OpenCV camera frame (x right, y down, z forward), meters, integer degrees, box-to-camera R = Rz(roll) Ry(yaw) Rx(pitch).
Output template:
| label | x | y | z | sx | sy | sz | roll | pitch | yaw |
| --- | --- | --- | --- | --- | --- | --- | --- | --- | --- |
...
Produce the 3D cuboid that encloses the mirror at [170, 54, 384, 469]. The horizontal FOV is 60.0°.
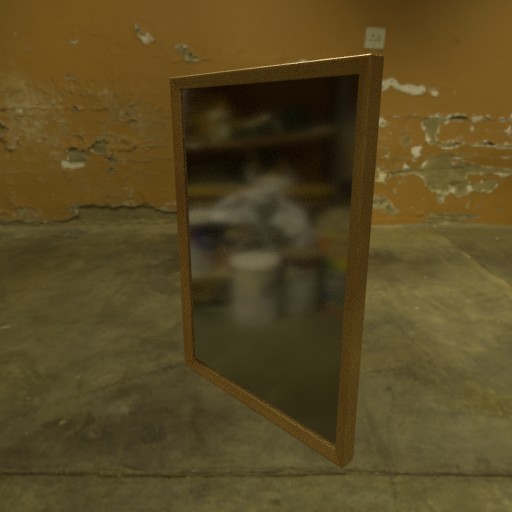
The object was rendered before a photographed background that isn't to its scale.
| label | x | y | z | sx | sy | sz | roll | pitch | yaw |
| --- | --- | --- | --- | --- | --- | --- | --- | --- | --- |
| mirror | 0.000 | 0.000 | 0.910 | 0.039 | 0.710 | 0.507 | -16 | 23 | -41 |
